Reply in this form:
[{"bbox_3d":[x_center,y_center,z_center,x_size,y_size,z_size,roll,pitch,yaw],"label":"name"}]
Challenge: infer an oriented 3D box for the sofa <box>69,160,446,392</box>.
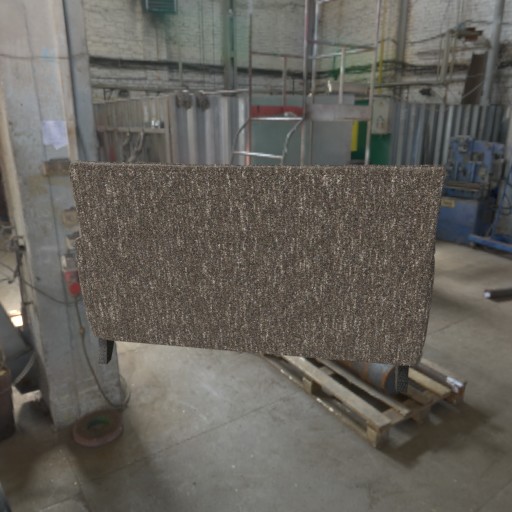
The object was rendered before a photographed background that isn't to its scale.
[{"bbox_3d":[0.000,0.000,2.128,1.519,0.946,0.801,3,17,9],"label":"sofa"}]
